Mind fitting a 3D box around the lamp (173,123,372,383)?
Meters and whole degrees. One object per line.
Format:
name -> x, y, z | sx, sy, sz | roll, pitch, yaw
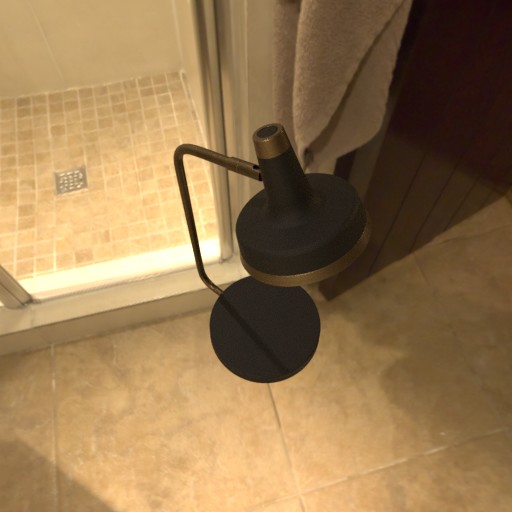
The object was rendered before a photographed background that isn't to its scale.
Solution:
lamp -> 0.000, 0.000, 0.495 | 0.218, 0.385, 0.162 | 34, 65, 18
